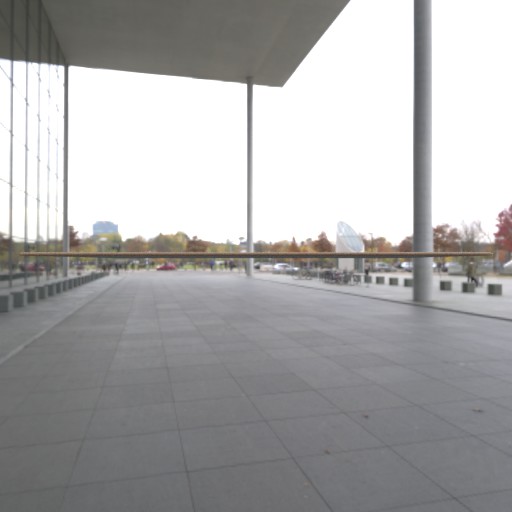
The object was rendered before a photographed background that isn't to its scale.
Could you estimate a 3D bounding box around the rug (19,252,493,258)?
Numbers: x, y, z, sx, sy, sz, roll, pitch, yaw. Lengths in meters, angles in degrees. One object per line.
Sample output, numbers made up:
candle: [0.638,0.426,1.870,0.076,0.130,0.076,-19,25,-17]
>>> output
rug: [0.000,0.000,2.075,1.668,0.012,1.061,0,-1,1]
